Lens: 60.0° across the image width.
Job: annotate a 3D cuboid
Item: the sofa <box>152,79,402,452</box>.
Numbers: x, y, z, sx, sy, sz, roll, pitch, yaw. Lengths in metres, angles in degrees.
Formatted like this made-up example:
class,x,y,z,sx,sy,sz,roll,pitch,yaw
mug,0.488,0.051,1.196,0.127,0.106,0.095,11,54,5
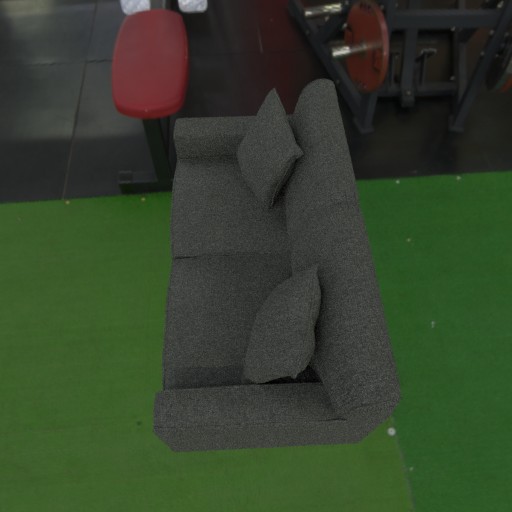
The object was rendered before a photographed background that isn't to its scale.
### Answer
class,x,y,z,sx,sy,sz,roll,pitch,yaw
sofa,0.000,0.000,2.404,0.998,0.958,1.846,-2,58,-1
